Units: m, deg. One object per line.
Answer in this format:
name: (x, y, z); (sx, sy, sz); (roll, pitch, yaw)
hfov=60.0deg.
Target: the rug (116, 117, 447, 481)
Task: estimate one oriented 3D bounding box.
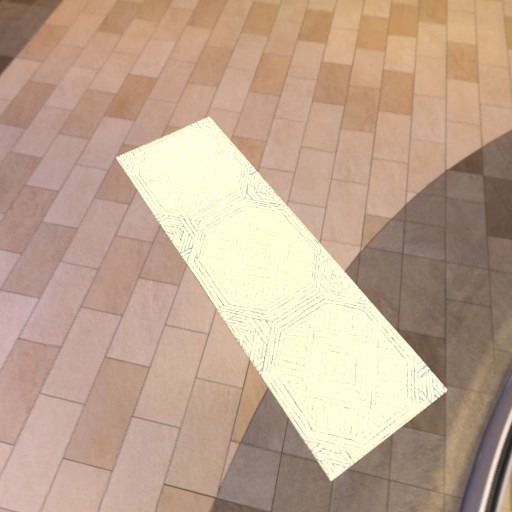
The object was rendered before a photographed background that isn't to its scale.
rug: (0.000, 0.000, 2.717); (0.775, 0.012, 2.452); (-29, 63, -17)
